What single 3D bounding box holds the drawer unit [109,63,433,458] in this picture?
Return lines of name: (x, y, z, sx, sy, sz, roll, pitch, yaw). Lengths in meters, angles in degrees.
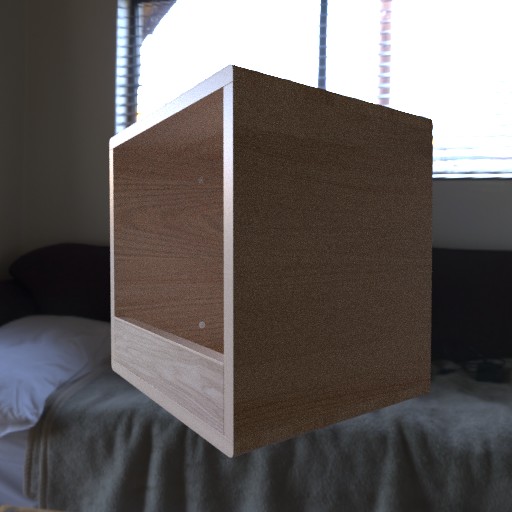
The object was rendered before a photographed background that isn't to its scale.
drawer unit: (0.000, 0.000, 0.605, 0.290, 0.344, 0.344, -1, 2, -35)
